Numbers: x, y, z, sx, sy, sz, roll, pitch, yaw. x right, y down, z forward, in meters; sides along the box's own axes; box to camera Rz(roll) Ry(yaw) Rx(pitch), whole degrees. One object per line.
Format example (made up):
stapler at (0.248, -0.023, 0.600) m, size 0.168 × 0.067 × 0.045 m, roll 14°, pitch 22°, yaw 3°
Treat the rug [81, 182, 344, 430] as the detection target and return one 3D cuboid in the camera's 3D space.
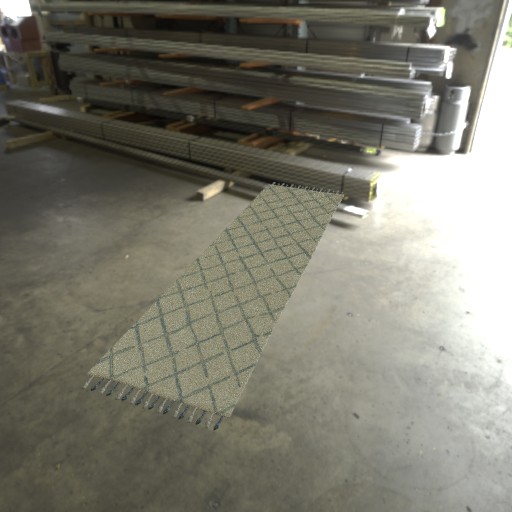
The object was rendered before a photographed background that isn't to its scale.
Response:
rug at (0.000, 0.000, 2.584) m, size 0.620 × 0.008 × 2.372 m, roll 10°, pitch 32°, yaw 17°
